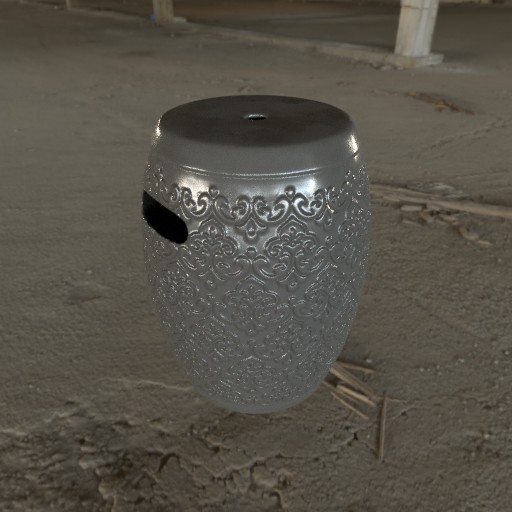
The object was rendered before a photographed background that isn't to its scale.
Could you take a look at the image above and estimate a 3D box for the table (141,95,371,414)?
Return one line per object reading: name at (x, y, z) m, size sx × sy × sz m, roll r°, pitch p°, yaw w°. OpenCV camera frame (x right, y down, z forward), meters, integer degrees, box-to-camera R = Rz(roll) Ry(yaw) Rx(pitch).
table at (0.000, 0.000, 0.634) m, size 0.309 × 0.397 × 0.309 m, roll 0°, pitch 32°, yaw 0°
